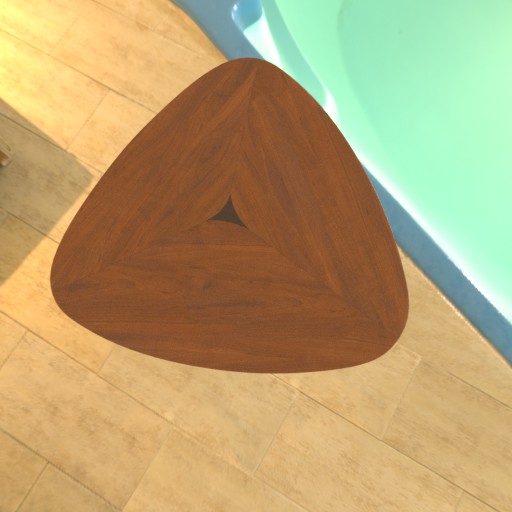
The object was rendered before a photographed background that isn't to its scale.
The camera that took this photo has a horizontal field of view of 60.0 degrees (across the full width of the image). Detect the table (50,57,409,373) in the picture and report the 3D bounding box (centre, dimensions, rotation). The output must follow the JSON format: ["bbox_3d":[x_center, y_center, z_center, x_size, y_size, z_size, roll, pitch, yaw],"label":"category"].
[{"bbox_3d":[0.000,0.000,1.279,0.821,0.413,0.833,36,79,8],"label":"table"}]
